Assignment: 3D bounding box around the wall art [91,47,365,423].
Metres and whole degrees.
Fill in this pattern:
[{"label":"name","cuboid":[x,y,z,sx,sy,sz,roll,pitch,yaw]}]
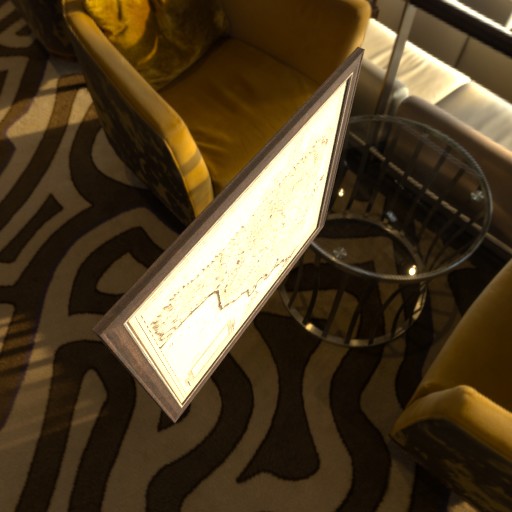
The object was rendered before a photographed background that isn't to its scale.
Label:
[{"label":"wall art","cuboid":[0.000,0.000,1.411,0.023,0.875,1.033,31,64,17]}]
